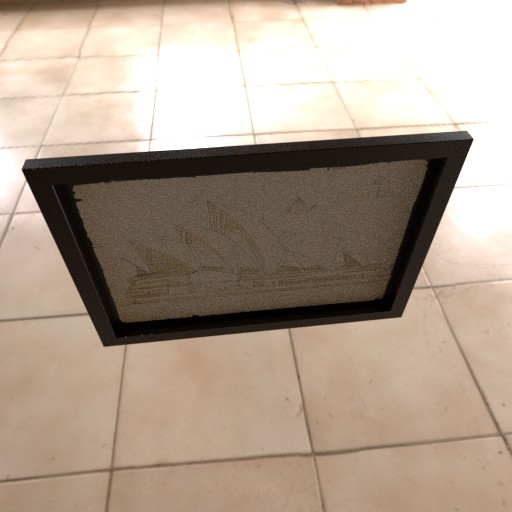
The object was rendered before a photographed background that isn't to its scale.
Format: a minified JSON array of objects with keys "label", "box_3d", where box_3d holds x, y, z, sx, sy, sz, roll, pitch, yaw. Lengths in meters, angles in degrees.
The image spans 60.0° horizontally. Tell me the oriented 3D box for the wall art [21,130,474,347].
[{"label":"wall art","box_3d":[0.000,0.000,0.815,0.657,0.458,0.027,-5,47,-5]}]
